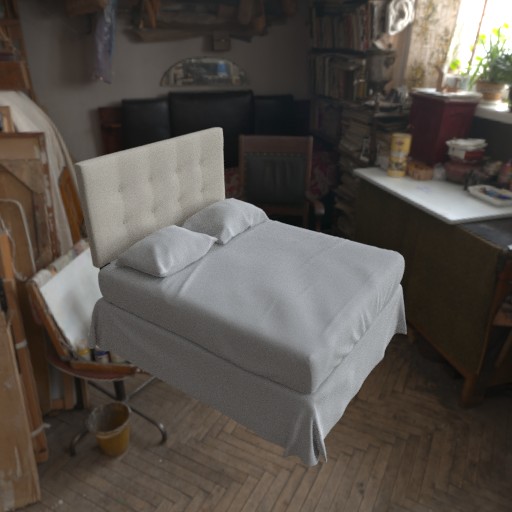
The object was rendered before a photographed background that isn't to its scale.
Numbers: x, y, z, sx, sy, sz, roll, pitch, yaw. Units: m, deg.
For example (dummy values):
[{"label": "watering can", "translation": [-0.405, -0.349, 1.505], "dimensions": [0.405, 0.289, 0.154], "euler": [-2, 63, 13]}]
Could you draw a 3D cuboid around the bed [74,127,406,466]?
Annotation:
[{"label": "bed", "translation": [0.000, 0.000, 3.587], "dimensions": [2.222, 1.577, 1.936], "euler": [17, 32, 30]}]
